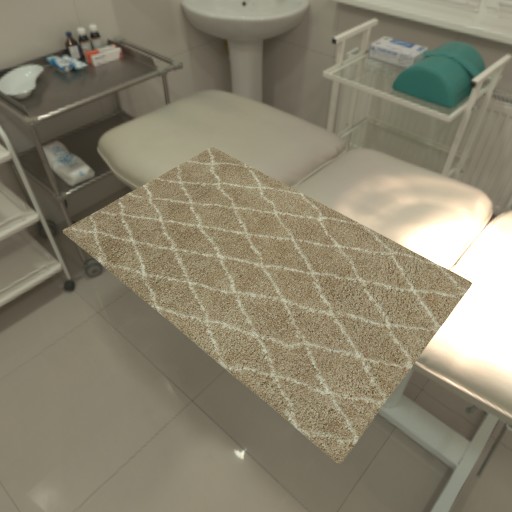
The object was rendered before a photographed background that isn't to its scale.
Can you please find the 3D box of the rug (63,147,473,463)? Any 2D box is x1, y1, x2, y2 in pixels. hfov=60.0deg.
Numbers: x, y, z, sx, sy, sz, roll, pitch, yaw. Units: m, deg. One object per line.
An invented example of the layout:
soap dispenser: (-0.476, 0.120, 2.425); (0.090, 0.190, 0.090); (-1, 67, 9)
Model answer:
rug: (0.000, 0.000, 3.059); (2.438, 0.030, 1.524); (33, 54, 28)
